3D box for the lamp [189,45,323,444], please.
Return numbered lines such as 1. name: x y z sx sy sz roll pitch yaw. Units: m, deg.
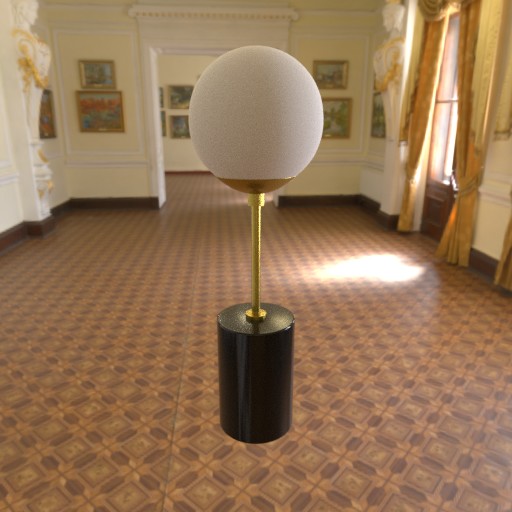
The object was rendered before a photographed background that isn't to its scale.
1. lamp: 0.000 0.000 0.555 0.153 0.480 0.153 0 17 0
